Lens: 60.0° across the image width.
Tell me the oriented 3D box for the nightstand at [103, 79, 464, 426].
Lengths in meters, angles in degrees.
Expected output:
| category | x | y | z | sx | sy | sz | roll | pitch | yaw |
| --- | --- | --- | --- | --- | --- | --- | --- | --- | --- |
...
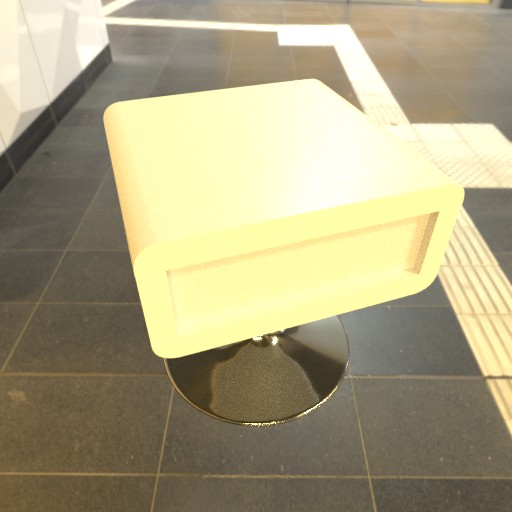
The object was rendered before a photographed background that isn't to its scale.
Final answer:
| category | x | y | z | sx | sy | sz | roll | pitch | yaw |
| --- | --- | --- | --- | --- | --- | --- | --- | --- | --- |
| nightstand | 0.000 | 0.000 | 0.764 | 0.399 | 0.447 | 0.404 | -12 | 41 | -15 |
